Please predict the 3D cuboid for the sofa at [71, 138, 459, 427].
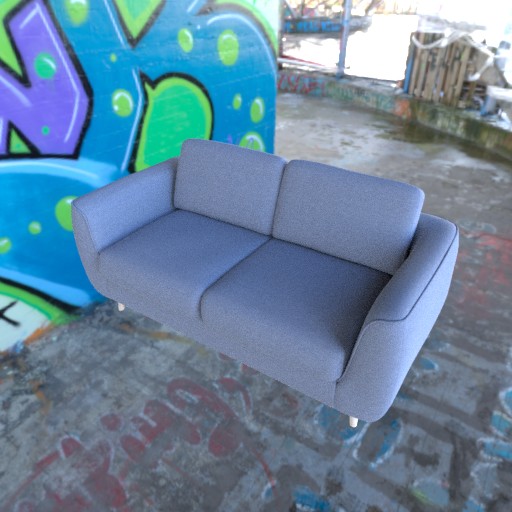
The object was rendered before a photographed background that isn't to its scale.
[{"bbox_3d":[0.000,0.000,2.163,1.700,0.850,0.920,19,36,28],"label":"sofa"}]
